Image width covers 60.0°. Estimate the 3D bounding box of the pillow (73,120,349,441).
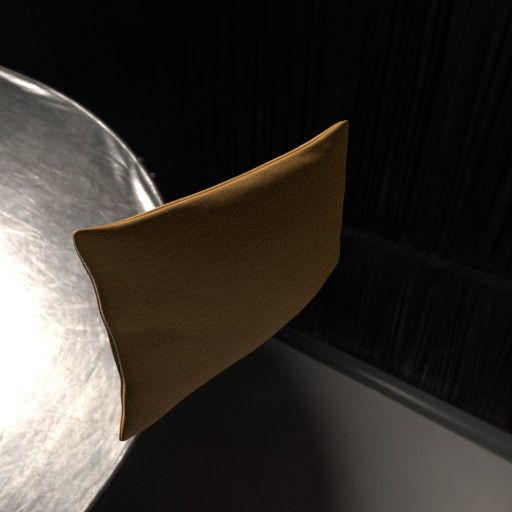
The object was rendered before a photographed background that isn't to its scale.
[{"bbox_3d":[0.000,0.000,0.777,0.210,0.354,0.634,22,37,31],"label":"pillow"}]
